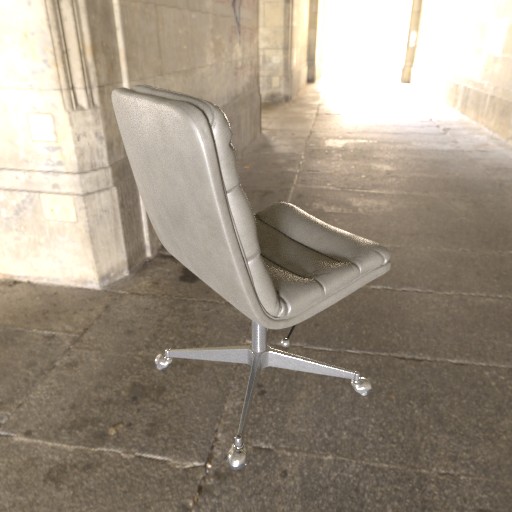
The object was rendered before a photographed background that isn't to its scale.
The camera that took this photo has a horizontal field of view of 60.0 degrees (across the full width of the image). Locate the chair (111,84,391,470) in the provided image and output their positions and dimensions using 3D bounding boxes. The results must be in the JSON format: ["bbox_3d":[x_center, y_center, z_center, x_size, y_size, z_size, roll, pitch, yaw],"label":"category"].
[{"bbox_3d":[0.000,0.000,1.006,0.485,0.738,0.422,-17,31,-31],"label":"chair"}]
